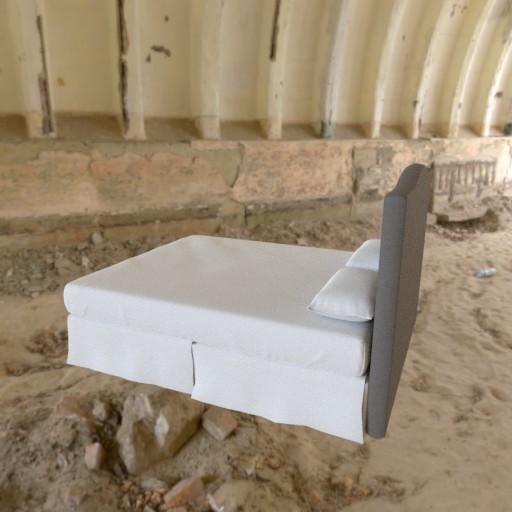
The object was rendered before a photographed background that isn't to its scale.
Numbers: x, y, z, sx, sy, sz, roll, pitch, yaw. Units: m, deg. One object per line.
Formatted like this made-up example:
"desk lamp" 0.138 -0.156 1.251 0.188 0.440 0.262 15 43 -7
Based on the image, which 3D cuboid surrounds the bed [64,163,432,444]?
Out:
"bed" 0.000 0.000 3.378 2.282 1.436 1.821 7 17 24
